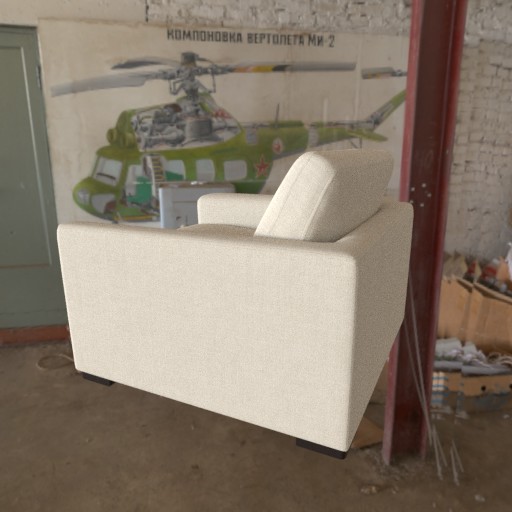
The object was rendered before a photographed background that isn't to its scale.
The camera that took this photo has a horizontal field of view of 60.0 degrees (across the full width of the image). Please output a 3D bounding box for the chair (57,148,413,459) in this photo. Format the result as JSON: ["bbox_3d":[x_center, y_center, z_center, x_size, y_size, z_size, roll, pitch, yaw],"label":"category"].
[{"bbox_3d":[0.000,0.000,1.844,1.100,0.876,1.070,7,17,25],"label":"chair"}]
